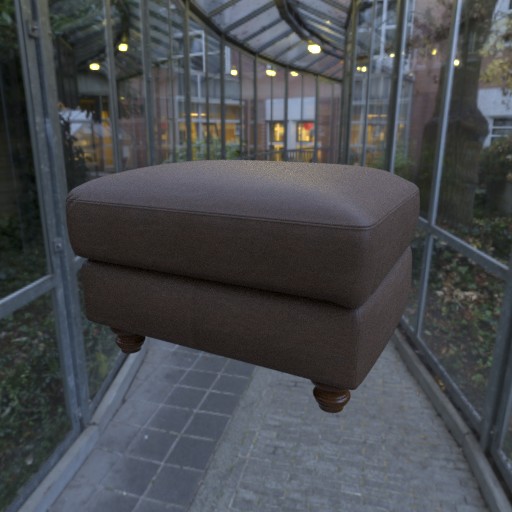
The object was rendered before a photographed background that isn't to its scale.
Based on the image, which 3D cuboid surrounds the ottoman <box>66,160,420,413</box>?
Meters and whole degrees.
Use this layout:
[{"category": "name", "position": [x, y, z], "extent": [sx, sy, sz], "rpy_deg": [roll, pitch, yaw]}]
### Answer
[{"category": "ottoman", "position": [0.000, 0.000, 1.221], "extent": [0.787, 0.508, 0.635], "rpy_deg": [8, 17, 26]}]
